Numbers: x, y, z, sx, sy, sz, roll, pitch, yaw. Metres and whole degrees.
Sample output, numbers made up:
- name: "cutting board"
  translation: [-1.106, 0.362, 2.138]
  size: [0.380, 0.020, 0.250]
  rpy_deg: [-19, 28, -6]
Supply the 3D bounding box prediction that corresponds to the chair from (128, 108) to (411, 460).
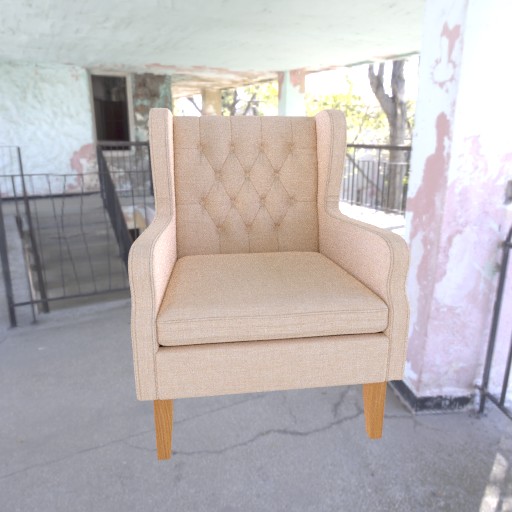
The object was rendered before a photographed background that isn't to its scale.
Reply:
- name: "chair"
  translation: [0.000, 0.000, 1.446]
  size: [0.710, 0.930, 0.760]
  rpy_deg: [-2, 16, -8]
